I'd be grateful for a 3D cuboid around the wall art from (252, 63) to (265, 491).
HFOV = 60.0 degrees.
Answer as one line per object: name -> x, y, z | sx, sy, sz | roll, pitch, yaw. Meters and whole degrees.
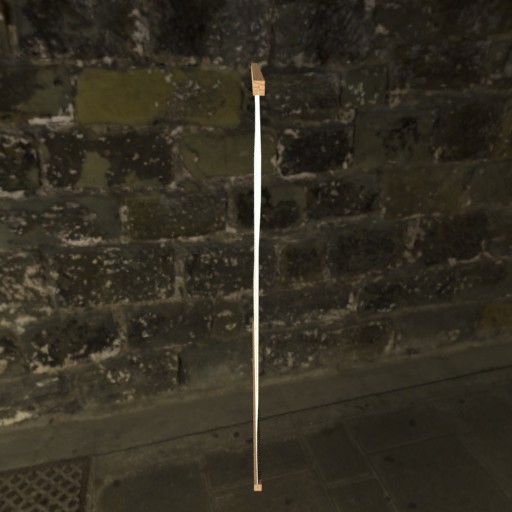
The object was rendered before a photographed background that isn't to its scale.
wall art -> 0.000, 0.000, 0.779 | 0.011, 0.605, 0.458 | 0, 25, -1
